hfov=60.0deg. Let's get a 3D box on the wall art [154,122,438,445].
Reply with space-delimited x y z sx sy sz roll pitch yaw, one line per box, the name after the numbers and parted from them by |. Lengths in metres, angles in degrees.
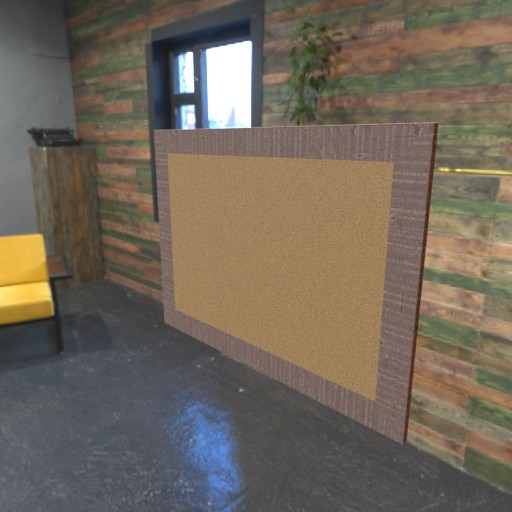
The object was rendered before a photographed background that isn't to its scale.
0.000 0.000 1.366 0.020 0.761 1.056 -14 20 -42 | wall art
